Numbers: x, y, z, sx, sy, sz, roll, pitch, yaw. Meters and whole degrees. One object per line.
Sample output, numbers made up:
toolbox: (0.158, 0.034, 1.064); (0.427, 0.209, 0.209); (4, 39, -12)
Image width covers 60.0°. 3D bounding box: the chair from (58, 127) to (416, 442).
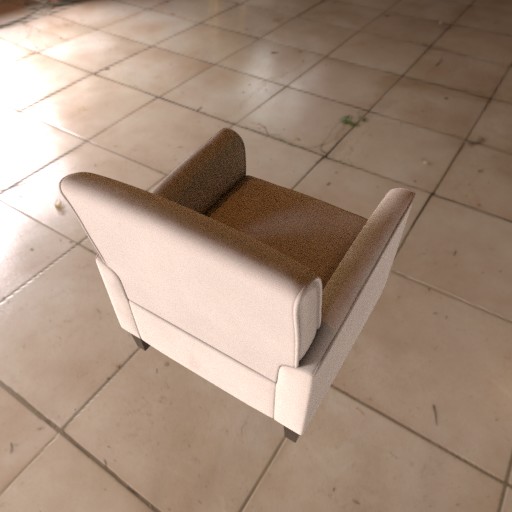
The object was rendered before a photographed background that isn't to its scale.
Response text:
chair: (0.000, 0.000, 1.576); (0.820, 0.915, 0.820); (24, 51, 22)
